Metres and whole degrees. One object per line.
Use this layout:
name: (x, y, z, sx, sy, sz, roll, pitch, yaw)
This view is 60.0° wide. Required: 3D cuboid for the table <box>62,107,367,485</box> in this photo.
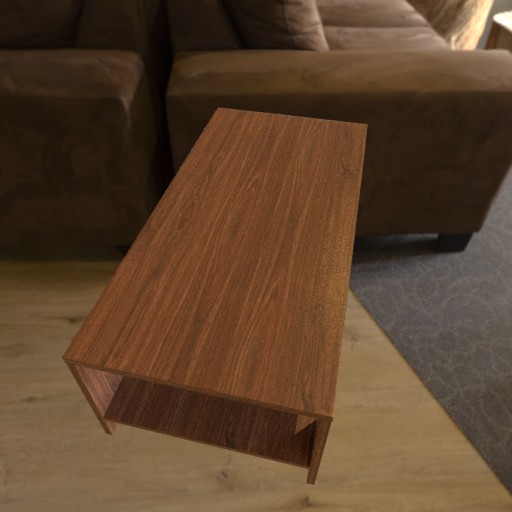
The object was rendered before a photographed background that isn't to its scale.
table: (0.000, 0.000, 1.485, 0.600, 0.400, 1.200, 9, 46, 9)
